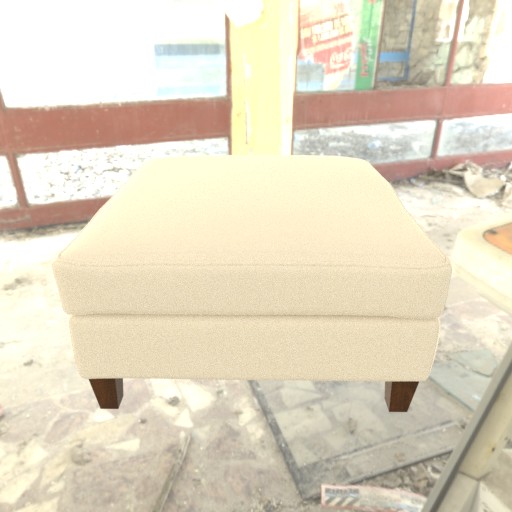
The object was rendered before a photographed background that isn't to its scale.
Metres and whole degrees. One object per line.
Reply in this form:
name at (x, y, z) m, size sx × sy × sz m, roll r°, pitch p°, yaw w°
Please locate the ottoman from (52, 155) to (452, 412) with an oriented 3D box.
ottoman at (0.000, 0.000, 1.333) m, size 0.838 × 0.479 × 0.838 m, roll 0°, pitch 27°, yaw 1°
